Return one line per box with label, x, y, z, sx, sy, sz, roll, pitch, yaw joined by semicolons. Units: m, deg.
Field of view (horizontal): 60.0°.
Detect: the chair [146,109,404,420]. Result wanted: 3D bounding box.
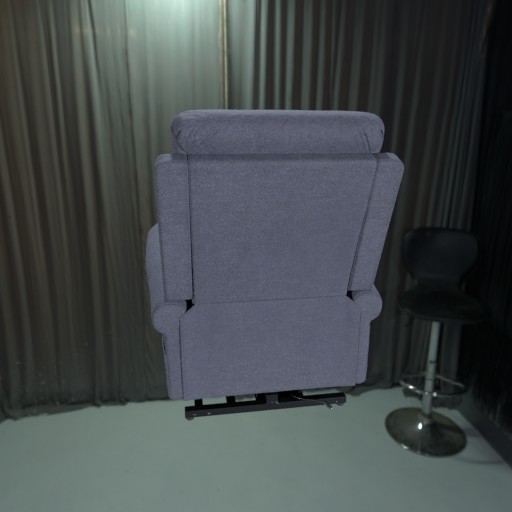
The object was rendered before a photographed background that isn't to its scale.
chair;0.000;0.000;1.721;0.871;1.031;0.979;-2;15;-9
